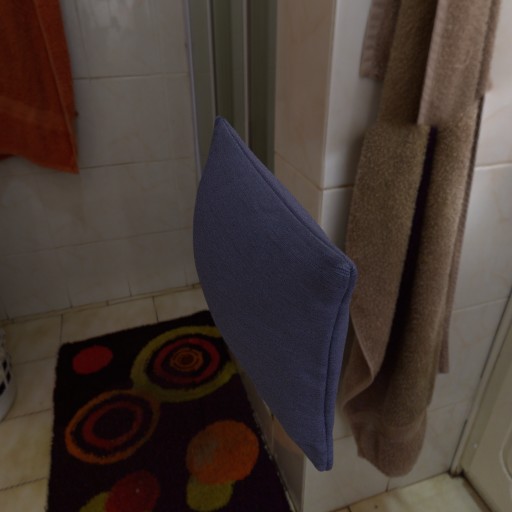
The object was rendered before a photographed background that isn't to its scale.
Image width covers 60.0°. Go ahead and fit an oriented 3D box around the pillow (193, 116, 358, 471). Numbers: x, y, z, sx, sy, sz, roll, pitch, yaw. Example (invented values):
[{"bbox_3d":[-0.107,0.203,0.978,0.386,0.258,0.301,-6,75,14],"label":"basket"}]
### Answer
[{"bbox_3d":[0.000,0.000,0.780,0.210,0.338,0.633,-9,32,-14],"label":"pillow"}]
